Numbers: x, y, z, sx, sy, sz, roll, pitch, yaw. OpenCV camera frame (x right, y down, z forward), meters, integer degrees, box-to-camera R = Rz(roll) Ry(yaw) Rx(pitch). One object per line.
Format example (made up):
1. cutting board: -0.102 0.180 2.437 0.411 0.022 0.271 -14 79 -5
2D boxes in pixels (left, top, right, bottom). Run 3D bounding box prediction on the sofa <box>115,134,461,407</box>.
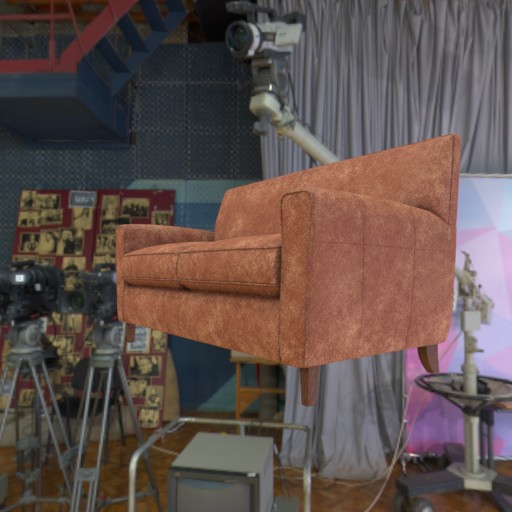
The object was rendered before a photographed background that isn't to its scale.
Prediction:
1. sofa: 0.000 0.000 1.961 0.787 0.871 1.473 1 -2 -37
